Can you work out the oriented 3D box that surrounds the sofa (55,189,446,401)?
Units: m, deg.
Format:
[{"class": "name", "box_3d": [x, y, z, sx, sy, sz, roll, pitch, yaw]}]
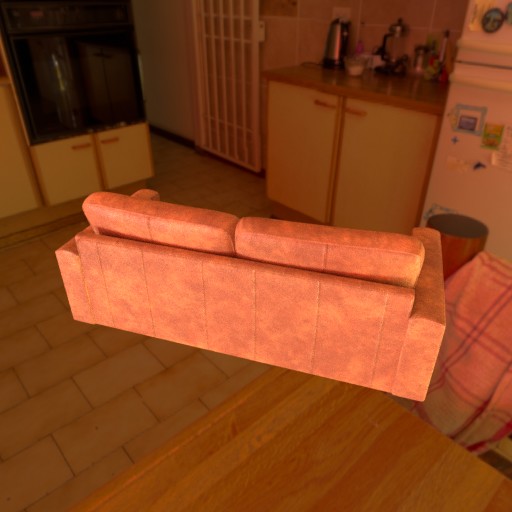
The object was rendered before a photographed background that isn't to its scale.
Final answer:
[{"class": "sofa", "box_3d": [0.000, 0.000, 2.800, 2.179, 0.873, 1.016, 10, 33, 15]}]
